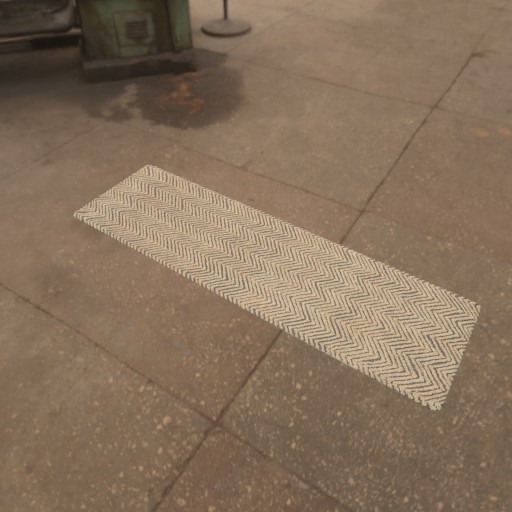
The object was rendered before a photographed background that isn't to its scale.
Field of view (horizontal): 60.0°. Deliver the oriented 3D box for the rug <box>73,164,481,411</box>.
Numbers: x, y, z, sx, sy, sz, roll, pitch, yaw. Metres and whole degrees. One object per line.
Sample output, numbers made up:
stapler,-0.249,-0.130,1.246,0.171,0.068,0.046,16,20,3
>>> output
rug,0.000,0.000,2.481,2.286,0.008,0.686,25,50,23
